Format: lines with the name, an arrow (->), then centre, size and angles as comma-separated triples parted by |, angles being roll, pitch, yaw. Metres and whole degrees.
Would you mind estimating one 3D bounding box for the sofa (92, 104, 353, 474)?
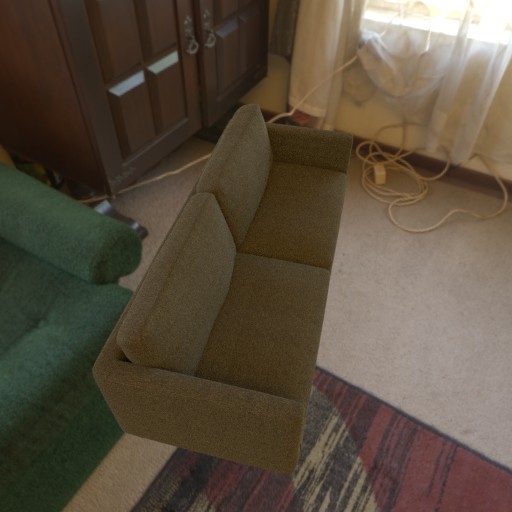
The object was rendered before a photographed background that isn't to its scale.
sofa -> 0.000, 0.000, 2.733 | 0.948, 0.965, 2.208 | 10, 47, 9
